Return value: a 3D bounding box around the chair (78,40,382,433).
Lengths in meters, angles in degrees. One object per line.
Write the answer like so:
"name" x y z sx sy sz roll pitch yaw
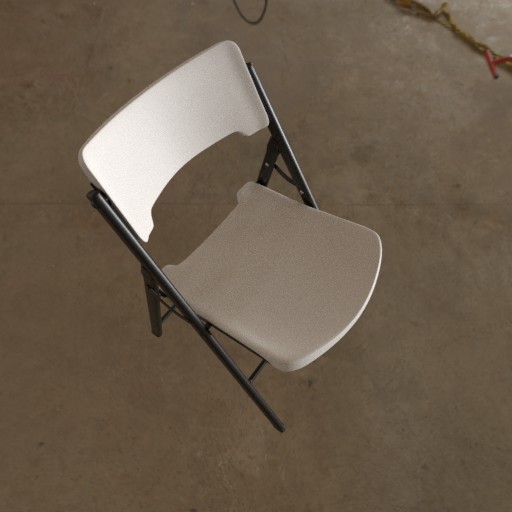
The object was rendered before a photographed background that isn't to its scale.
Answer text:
"chair" 0.000 0.000 1.097 0.577 0.765 0.482 32 64 18
